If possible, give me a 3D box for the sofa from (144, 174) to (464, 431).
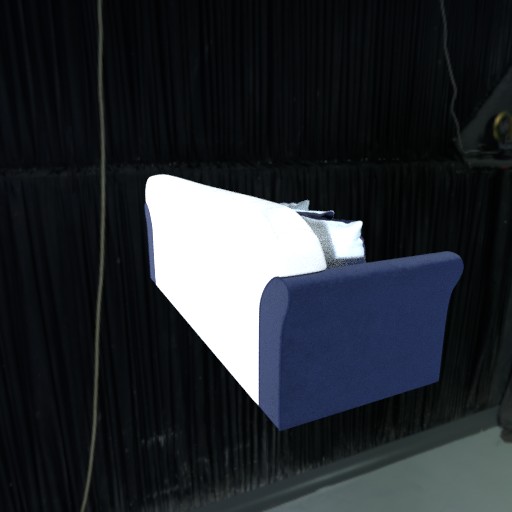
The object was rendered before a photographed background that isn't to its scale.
[{"bbox_3d":[0.000,0.000,2.393,0.749,0.789,2.006,-7,16,-25],"label":"sofa"}]
